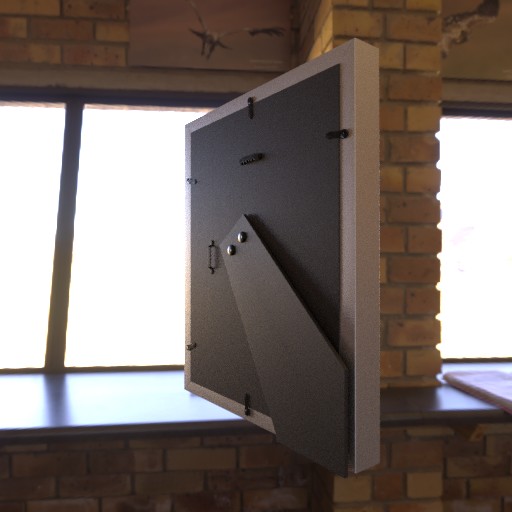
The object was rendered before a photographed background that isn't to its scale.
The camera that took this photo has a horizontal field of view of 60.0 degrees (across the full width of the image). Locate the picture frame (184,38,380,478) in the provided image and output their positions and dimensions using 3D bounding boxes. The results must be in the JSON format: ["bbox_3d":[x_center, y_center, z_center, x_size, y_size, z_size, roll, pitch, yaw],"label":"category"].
[{"bbox_3d":[0.000,0.000,0.384,0.036,0.282,0.233,0,-1,-37],"label":"picture frame"}]
